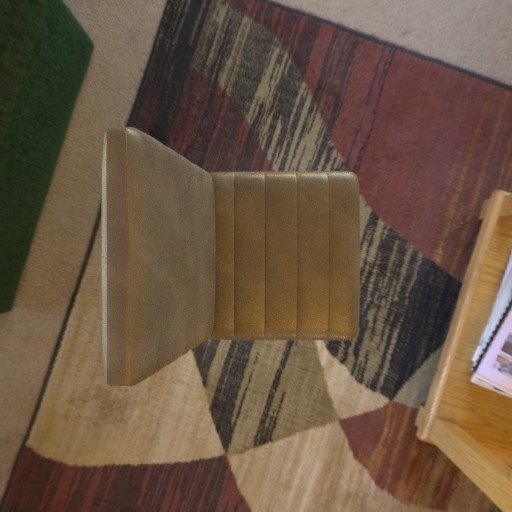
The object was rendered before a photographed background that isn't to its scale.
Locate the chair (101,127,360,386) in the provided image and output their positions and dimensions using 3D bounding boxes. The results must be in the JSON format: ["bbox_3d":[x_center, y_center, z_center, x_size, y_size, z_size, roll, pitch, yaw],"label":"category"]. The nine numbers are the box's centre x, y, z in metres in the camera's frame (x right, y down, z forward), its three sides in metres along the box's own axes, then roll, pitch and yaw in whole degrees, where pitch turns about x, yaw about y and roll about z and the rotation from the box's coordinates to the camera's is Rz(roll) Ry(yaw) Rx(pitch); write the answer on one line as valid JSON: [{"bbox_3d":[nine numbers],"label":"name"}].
[{"bbox_3d":[0.000,0.000,1.313,0.634,0.930,0.520,0,90,-2],"label":"chair"}]
